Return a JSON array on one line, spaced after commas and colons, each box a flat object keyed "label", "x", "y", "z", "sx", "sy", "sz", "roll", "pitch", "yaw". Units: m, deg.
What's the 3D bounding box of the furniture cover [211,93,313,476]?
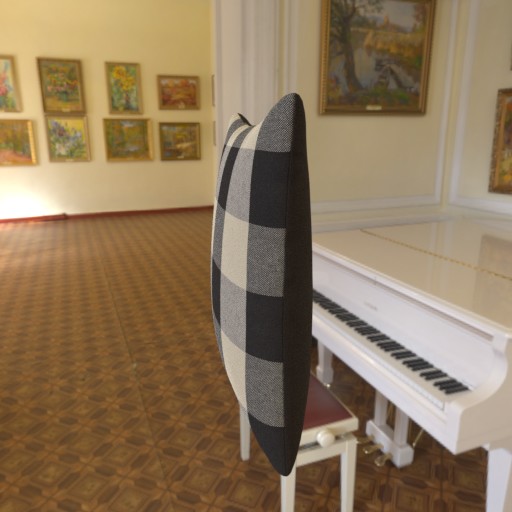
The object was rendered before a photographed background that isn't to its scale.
[{"label": "furniture cover", "x": 0.000, "y": 0.000, "z": 0.793, "sx": 0.161, "sy": 0.509, "sz": 0.511, "roll": -3, "pitch": 16, "yaw": -9}]
